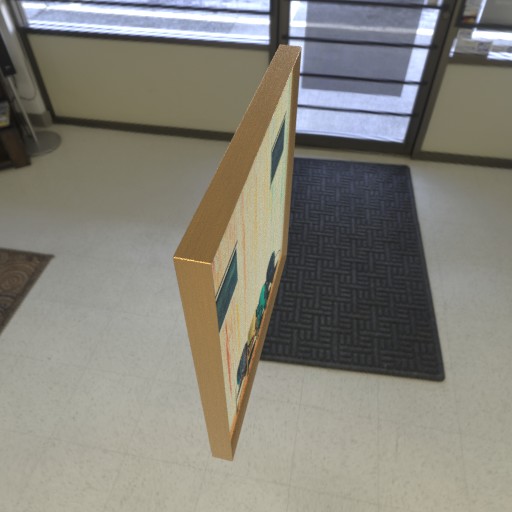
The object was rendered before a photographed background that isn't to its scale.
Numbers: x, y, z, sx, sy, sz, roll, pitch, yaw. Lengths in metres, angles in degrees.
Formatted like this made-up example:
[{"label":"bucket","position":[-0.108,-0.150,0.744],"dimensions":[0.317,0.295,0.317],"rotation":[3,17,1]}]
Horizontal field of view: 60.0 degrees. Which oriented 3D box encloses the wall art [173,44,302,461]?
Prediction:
[{"label":"wall art","position":[0.000,0.000,0.754],"dimensions":[0.037,0.505,0.505],"rotation":[10,47,9]}]
